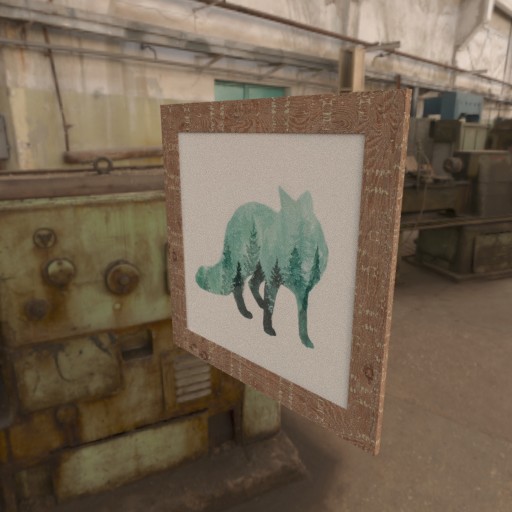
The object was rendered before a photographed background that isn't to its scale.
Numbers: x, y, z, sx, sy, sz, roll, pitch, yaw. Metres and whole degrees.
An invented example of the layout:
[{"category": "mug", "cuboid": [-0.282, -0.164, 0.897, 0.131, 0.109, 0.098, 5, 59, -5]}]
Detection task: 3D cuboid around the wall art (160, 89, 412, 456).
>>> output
[{"category": "wall art", "cuboid": [0.000, 0.000, 0.575, 0.384, 0.384, 0.012, 15, 22, 43]}]
